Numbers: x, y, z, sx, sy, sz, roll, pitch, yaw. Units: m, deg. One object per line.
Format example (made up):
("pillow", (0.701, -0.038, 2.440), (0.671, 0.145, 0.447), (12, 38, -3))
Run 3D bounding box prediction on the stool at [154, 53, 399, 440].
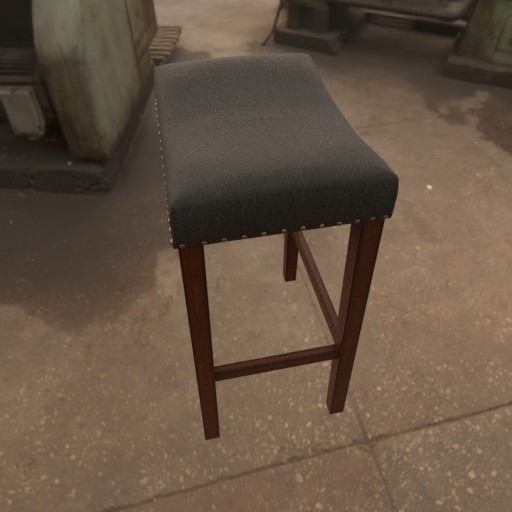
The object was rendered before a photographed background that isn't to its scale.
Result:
("stool", (0.000, 0.000, 1.045), (0.366, 0.760, 0.502), (-9, 47, -8))
